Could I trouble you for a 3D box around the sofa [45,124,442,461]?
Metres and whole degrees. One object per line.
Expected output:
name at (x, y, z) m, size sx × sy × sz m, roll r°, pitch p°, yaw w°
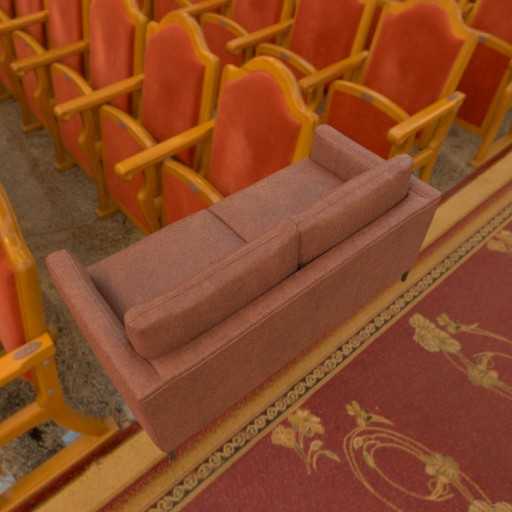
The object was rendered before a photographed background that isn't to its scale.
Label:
sofa at (0.000, 0.000, 2.290) m, size 1.797 × 0.883 × 0.899 m, roll -31°, pitch 55°, yaw -25°
